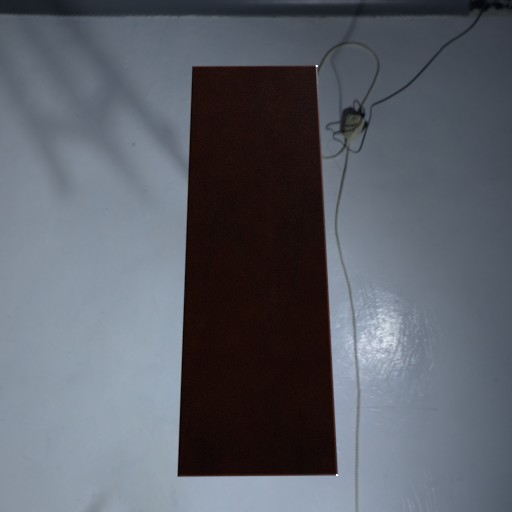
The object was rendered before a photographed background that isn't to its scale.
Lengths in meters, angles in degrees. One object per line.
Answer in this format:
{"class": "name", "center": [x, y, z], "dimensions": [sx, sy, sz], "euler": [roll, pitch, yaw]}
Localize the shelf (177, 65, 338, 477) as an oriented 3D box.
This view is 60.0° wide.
{"class": "shelf", "center": [0.000, 0.000, 0.523], "dimensions": [0.152, 0.088, 0.457], "euler": [0, 75, 0]}
